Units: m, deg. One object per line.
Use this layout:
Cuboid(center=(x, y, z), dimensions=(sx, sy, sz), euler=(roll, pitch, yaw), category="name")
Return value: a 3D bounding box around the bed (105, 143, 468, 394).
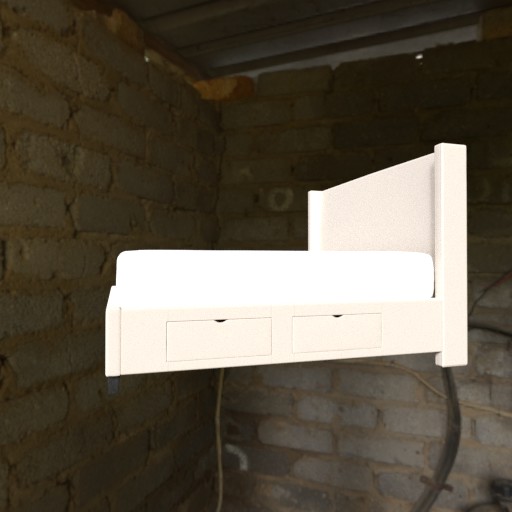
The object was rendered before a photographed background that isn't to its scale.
Cuboid(center=(0.000, 0.000, 3.623), dimensions=(2.293, 1.471, 2.145), euler=(0, -1, -17), category="bed")
